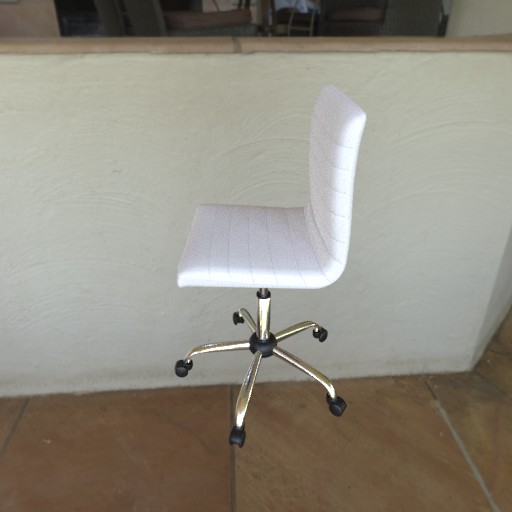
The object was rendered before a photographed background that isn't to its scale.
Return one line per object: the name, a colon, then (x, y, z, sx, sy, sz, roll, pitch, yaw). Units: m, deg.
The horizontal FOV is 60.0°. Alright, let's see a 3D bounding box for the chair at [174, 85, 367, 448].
chair: (0.000, 0.000, 1.078, 0.455, 0.750, 0.520, 0, 28, 0)
